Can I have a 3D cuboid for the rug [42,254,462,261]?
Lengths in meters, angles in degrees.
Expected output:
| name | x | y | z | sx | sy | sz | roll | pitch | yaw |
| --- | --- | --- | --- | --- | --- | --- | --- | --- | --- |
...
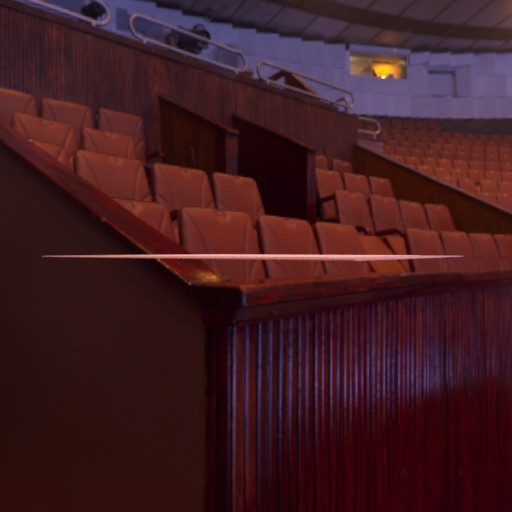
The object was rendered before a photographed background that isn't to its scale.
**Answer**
| name | x | y | z | sx | sy | sz | roll | pitch | yaw |
| --- | --- | --- | --- | --- | --- | --- | --- | --- | --- |
| rug | 0.000 | 0.000 | 4.106 | 3.048 | 0.014 | 2.438 | 0 | 1 | 37 |
